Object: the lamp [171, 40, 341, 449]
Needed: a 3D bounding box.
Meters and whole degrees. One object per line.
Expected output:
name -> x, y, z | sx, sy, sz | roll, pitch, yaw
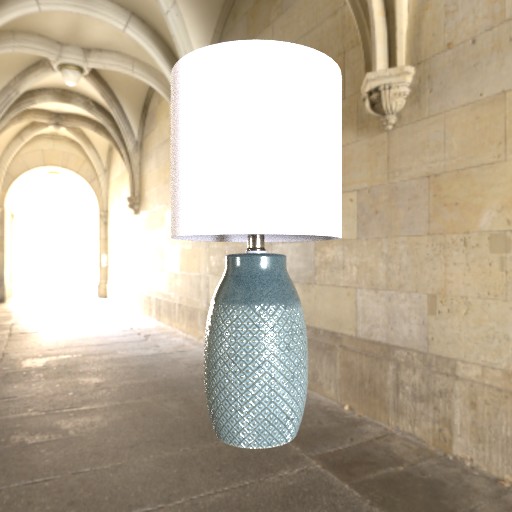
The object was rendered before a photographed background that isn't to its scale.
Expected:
lamp -> 0.000, 0.000, 0.572 | 0.217, 0.453, 0.217 | 0, 0, 18
